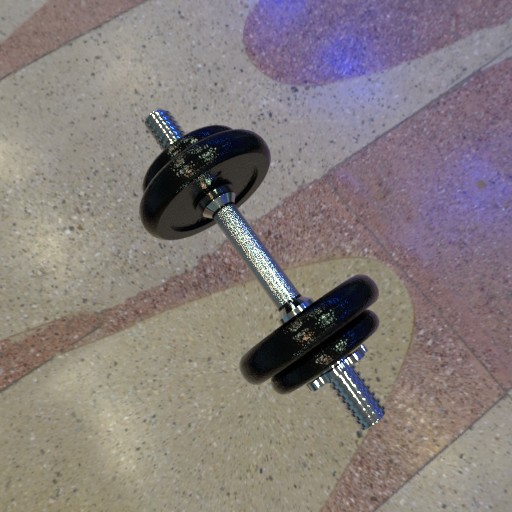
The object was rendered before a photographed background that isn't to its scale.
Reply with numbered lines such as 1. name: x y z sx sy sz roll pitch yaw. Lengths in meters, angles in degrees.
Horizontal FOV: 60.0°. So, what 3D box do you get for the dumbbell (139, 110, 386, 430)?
1. dumbbell: 0.000 0.000 0.584 0.202 0.202 0.497 -34 78 -8
